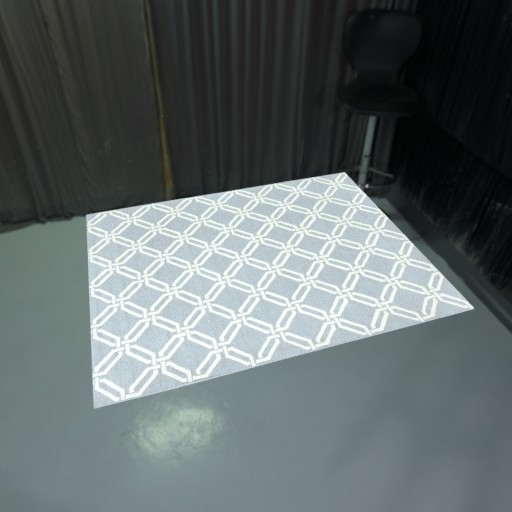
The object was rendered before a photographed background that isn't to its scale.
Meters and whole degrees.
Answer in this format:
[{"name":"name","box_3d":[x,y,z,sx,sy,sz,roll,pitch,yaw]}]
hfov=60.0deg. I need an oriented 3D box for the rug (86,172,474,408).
[{"name":"rug","box_3d":[0.000,0.000,4.002,2.895,0.018,2.288,-11,41,-13]}]
